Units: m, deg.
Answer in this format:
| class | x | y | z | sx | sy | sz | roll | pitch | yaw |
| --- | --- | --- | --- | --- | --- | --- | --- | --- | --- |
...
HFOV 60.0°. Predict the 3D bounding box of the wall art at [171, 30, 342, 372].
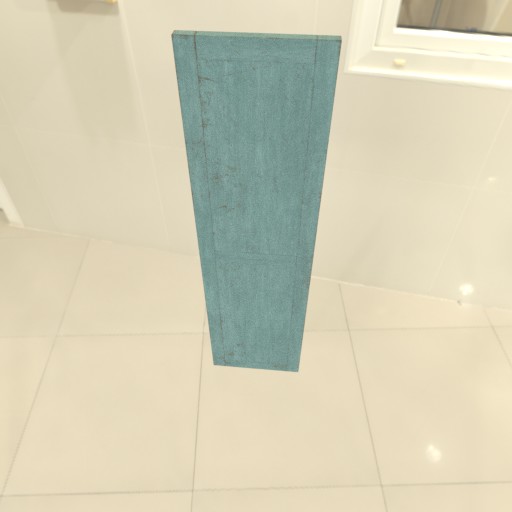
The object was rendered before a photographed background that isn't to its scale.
| class | x | y | z | sx | sy | sz | roll | pitch | yaw |
| --- | --- | --- | --- | --- | --- | --- | --- | --- | --- |
| wall art | 0.000 | 0.000 | 1.293 | 0.329 | 1.219 | 0.025 | 4 | 45 | 4 |
